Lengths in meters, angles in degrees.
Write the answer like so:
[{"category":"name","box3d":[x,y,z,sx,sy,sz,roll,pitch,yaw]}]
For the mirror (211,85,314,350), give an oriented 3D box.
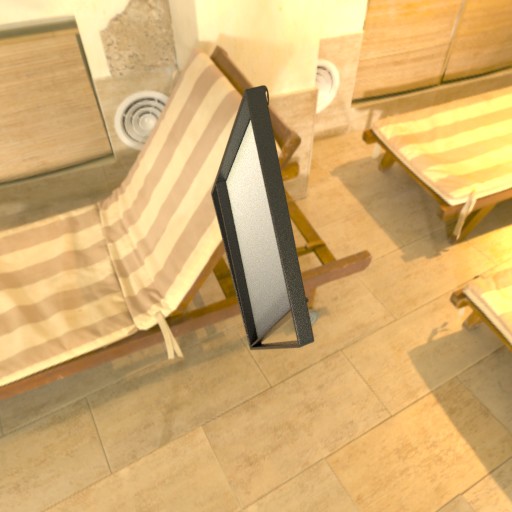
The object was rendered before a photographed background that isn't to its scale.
[{"category":"mirror","box3d":[0.000,0.000,0.848,0.032,0.679,0.419,-18,51,-16]}]
